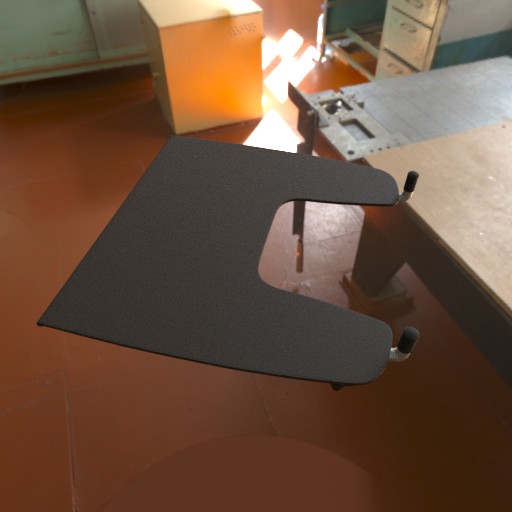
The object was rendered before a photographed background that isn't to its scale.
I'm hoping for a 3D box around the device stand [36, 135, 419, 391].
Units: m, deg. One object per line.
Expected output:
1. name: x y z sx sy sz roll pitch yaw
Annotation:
1. device stand: 0.000 0.000 0.354 0.230 0.092 0.230 10 47 10
